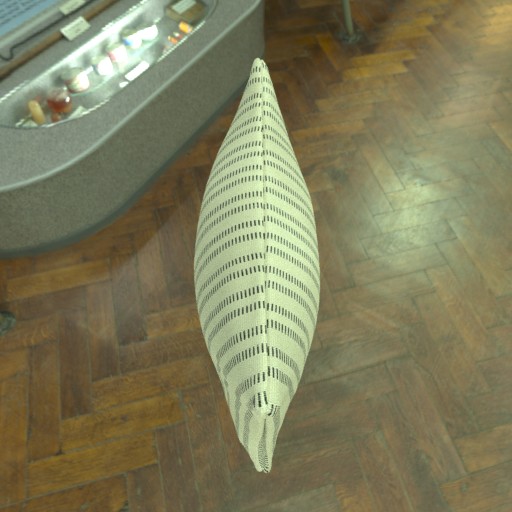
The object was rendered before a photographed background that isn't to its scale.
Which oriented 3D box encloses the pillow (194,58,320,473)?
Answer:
[{"bbox_3d":[0.000,0.000,0.771,0.210,0.353,0.640,0,56,0],"label":"pillow"}]
